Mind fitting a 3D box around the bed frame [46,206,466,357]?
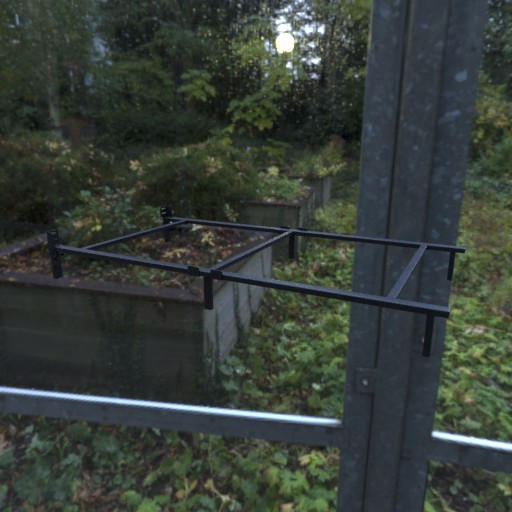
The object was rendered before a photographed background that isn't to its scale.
[{"bbox_3d":[0.000,0.000,2.269,1.897,0.248,0.968,8,17,26],"label":"bed frame"}]
